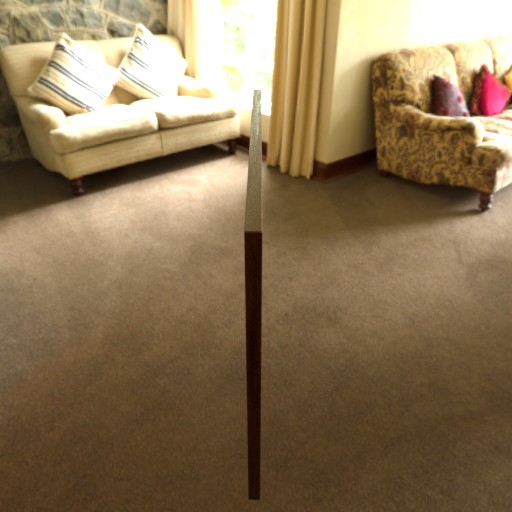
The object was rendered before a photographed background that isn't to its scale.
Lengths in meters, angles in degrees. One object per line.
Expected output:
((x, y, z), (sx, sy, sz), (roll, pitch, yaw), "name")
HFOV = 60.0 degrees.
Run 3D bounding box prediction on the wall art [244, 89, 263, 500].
((0.000, 0.000, 0.544), (0.012, 0.304, 0.431), (0, 32, 0), "wall art")
